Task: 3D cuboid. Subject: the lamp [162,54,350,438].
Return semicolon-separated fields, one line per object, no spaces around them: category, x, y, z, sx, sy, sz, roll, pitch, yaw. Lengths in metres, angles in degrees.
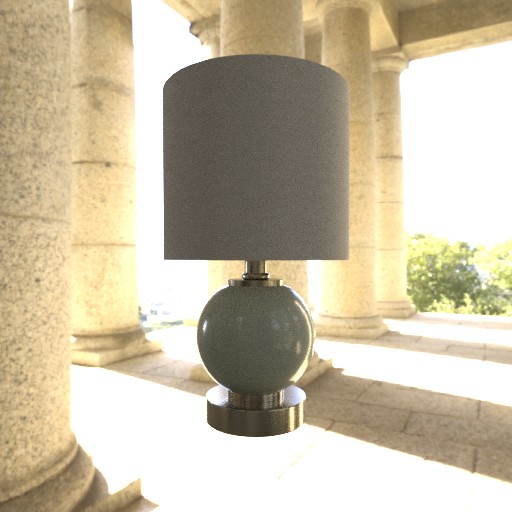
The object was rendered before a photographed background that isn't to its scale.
lamp;0.000;0.000;0.485;0.201;0.353;0.201;0;0;-1
